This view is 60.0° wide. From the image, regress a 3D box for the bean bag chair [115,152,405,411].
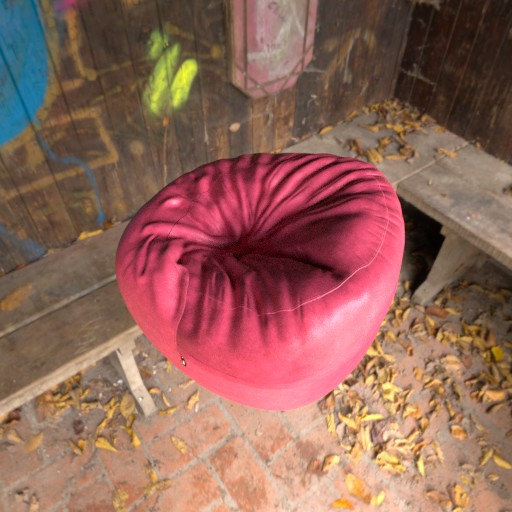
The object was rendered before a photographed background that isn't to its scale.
[{"bbox_3d":[0.000,0.000,2.474,1.524,0.878,1.524,19,50,17],"label":"bean bag chair"}]
